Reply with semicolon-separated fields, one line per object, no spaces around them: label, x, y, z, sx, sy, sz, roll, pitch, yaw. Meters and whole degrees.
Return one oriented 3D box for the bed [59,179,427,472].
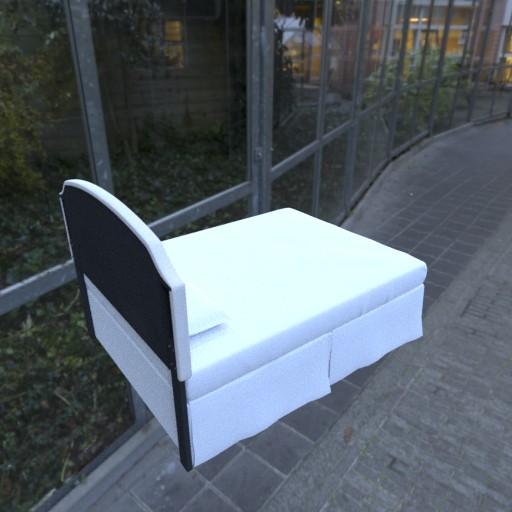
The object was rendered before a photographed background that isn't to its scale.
bed;0.000;0.000;3.009;1.999;1.270;1.558;-18;31;-33
